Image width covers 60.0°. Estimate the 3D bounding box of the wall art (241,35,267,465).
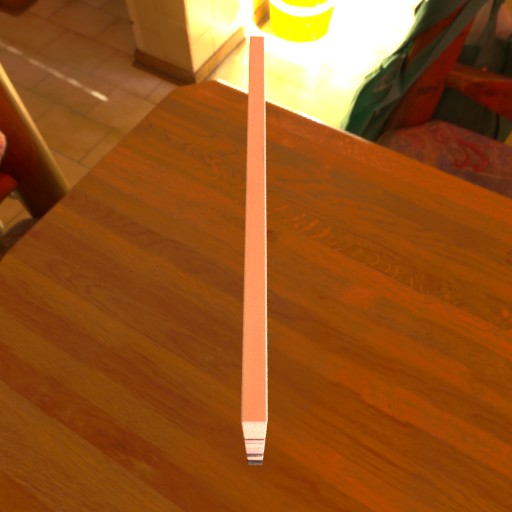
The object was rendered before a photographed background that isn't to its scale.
[{"bbox_3d":[0.000,0.000,1.133,0.039,0.609,0.914,0,60,0],"label":"wall art"}]
